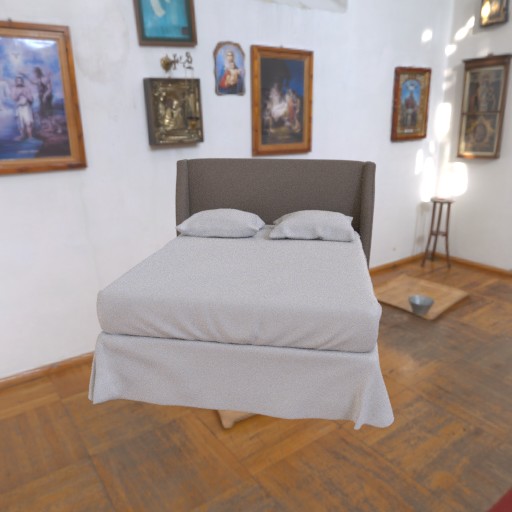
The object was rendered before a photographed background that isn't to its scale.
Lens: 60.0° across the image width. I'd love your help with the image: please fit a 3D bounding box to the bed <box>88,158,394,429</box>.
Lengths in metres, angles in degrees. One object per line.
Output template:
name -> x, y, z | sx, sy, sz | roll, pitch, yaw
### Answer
bed -> 0.000, 0.000, 3.439 | 1.925, 1.332, 2.276 | 3, 17, 9
